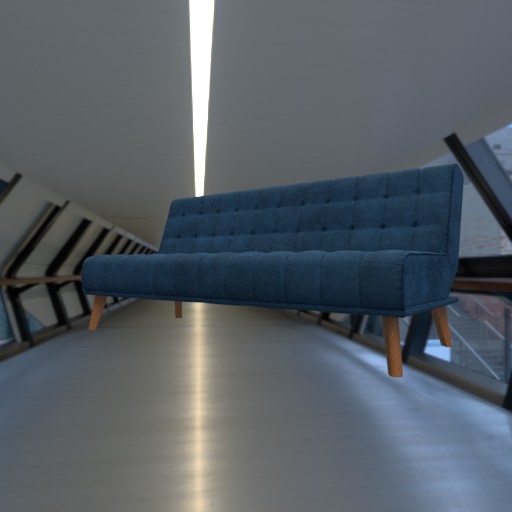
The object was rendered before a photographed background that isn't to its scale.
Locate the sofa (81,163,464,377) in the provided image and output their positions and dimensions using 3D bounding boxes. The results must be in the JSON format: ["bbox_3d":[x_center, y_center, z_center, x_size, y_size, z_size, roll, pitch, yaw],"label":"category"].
[{"bbox_3d":[0.000,0.000,2.275,1.804,0.813,0.855,-1,-1,37],"label":"sofa"}]
